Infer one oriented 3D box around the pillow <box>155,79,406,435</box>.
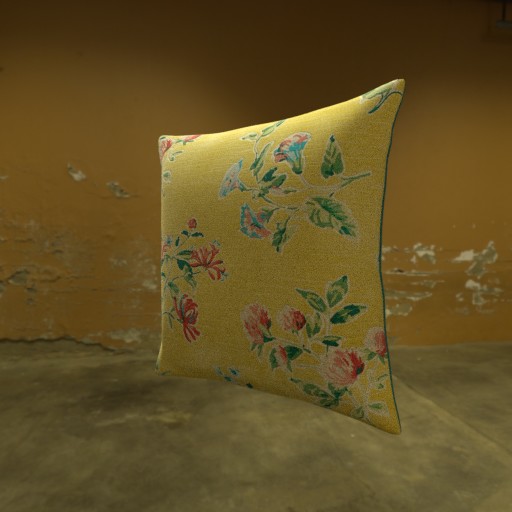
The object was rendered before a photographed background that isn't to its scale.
[{"bbox_3d":[0.000,0.000,0.787,0.525,0.508,0.166,0,1,37],"label":"pillow"}]
